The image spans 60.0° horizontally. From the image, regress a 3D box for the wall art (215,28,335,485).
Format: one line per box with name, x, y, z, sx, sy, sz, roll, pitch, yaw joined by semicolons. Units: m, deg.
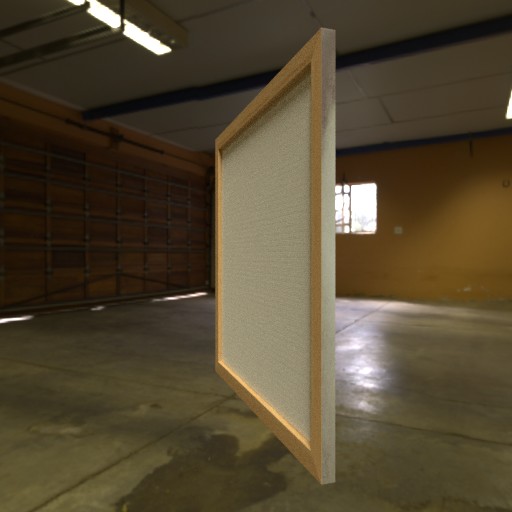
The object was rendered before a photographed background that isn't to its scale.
wall art;0.000;0.000;1.103;0.027;0.762;0.762;0;0;-19
